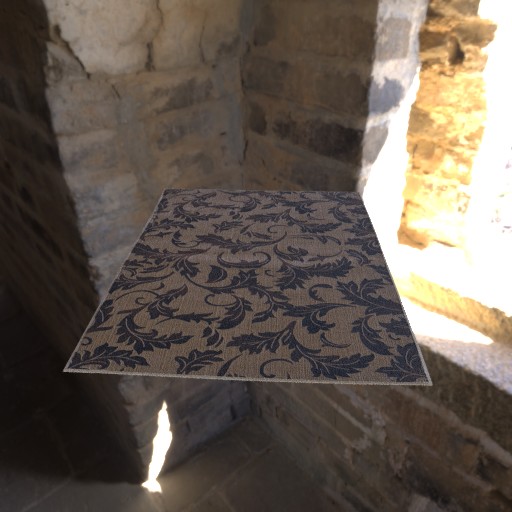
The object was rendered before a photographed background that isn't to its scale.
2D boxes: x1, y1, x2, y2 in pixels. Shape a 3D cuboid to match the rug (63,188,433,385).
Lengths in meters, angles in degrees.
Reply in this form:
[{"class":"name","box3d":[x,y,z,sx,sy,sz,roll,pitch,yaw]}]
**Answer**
[{"class":"rug","box3d":[0.000,0.000,4.079,2.380,0.008,2.977,1,32,2]}]
